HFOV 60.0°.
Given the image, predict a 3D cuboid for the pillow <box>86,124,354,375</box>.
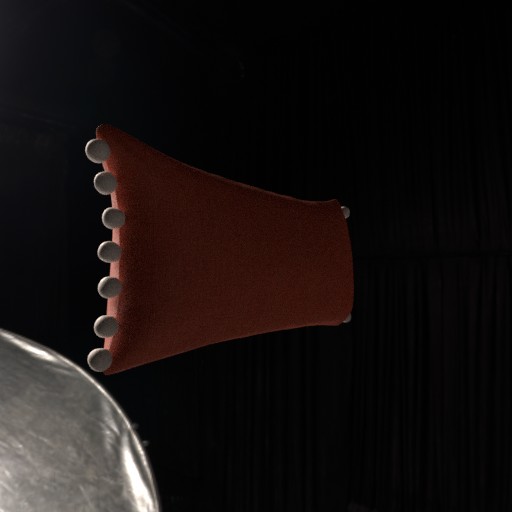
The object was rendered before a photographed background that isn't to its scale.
[{"bbox_3d":[0.000,0.000,0.823,0.201,0.322,0.709,-2,-3,38],"label":"pillow"}]
